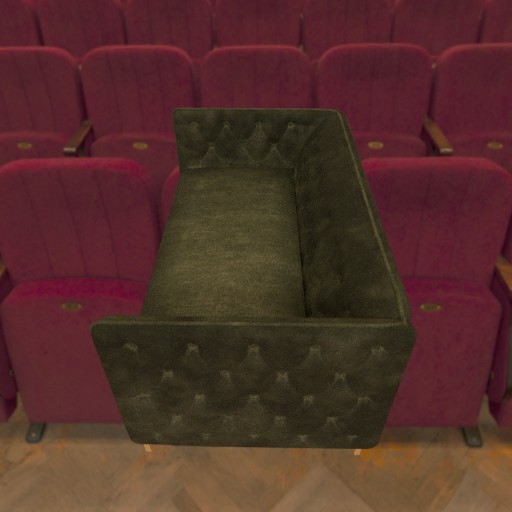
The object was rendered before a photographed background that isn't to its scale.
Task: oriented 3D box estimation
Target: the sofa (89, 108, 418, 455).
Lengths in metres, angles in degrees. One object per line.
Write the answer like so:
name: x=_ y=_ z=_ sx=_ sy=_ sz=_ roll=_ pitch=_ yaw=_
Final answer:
sofa: x=0.000 y=0.000 z=1.973 sx=0.895 sy=0.768 sz=1.537 roll=1 pitch=41 yaw=1
